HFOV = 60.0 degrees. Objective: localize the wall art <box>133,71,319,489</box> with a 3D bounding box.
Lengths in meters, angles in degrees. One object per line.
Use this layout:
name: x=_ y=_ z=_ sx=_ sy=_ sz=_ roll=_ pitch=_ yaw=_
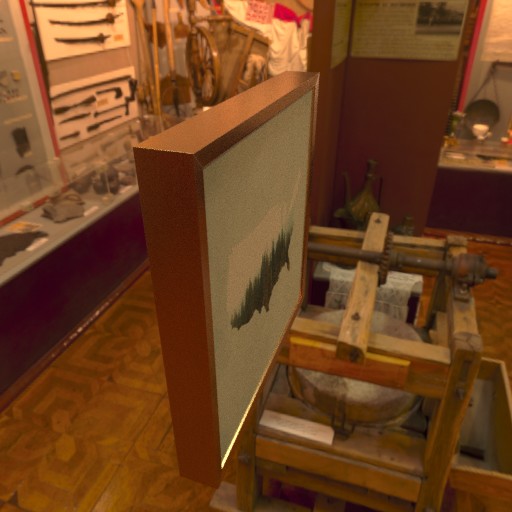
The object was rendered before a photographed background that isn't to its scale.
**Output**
wall art: x=0.000 y=0.000 z=0.444 sx=0.038 sy=0.304 sz=0.304 roll=10 pitch=32 yaw=17
